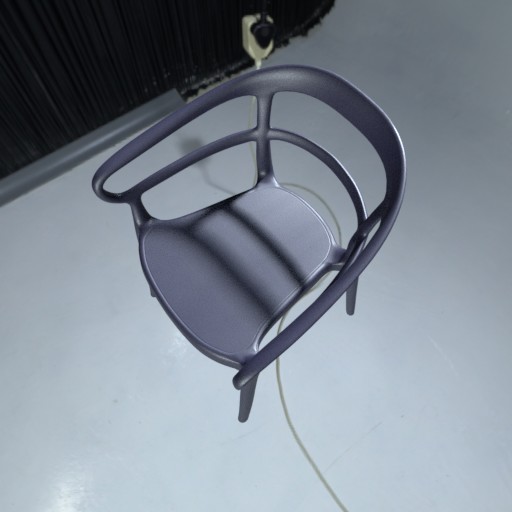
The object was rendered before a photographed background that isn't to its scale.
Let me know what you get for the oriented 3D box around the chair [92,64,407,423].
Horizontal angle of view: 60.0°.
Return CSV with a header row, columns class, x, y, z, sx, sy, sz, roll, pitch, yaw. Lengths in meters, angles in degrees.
class,x,y,z,sx,sy,sz,roll,pitch,yaw
chair,0.000,0.000,1.122,0.527,0.761,0.559,-34,68,-16
